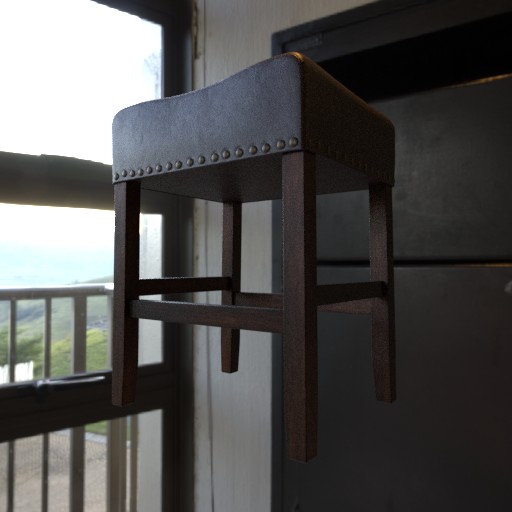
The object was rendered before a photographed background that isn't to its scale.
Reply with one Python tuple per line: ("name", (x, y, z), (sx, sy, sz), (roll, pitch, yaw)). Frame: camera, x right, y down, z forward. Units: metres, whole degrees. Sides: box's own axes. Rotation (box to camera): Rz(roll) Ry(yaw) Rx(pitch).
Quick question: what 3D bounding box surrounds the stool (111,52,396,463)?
("stool", (0.000, 0.000, 0.928), (0.465, 0.608, 0.397), (-1, -2, 36))
